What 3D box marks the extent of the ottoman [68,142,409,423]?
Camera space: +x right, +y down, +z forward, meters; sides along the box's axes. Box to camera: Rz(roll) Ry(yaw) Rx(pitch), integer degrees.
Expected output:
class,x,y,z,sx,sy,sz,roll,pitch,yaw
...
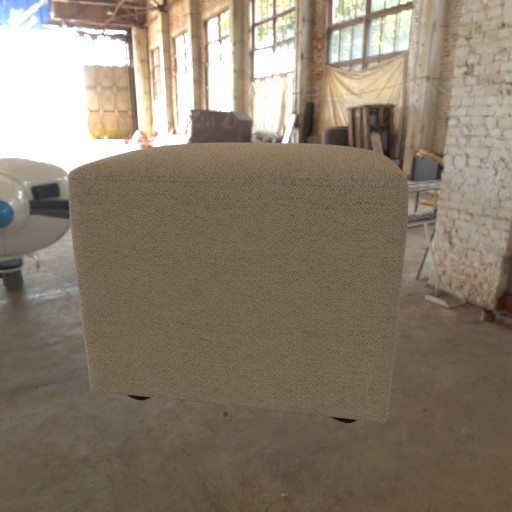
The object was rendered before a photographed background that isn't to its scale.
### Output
class,x,y,z,sx,sy,sz,roll,pitch,yaw
ottoman,0.000,0.000,0.919,0.521,0.453,0.512,3,17,9
